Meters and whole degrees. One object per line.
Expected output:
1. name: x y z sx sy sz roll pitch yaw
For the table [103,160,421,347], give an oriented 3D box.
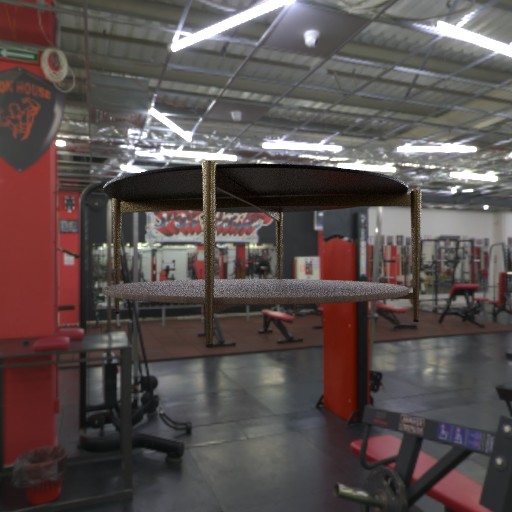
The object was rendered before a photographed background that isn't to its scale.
1. table: 0.000 0.000 1.442 0.938 0.400 0.938 0 -1 -18
